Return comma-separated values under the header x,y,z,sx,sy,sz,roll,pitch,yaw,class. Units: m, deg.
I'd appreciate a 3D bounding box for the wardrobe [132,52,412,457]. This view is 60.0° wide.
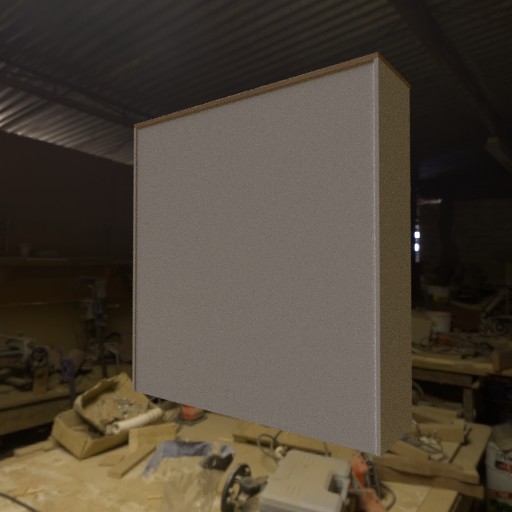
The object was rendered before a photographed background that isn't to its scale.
x,y,z,sx,sy,sz,roll,pitch,yaw,class
0.000,0.000,3.356,2.160,2.260,0.590,-1,-2,37,wardrobe
